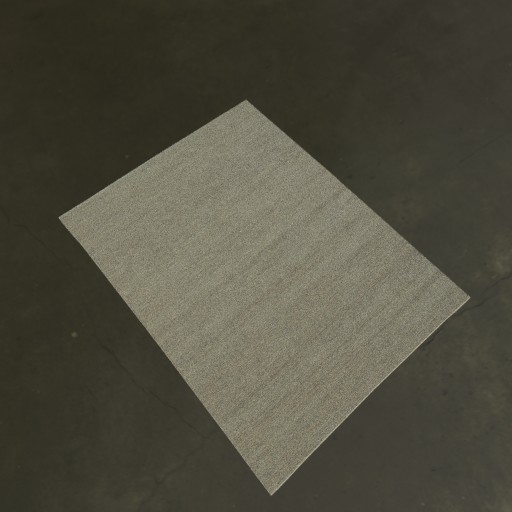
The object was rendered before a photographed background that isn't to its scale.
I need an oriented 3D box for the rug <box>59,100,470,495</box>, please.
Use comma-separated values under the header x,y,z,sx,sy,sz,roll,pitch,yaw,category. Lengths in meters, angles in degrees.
x,y,z,sx,sy,sz,roll,pitch,yaw,category
0.000,0.000,4.769,2.757,0.051,3.626,-37,70,-16,rug
